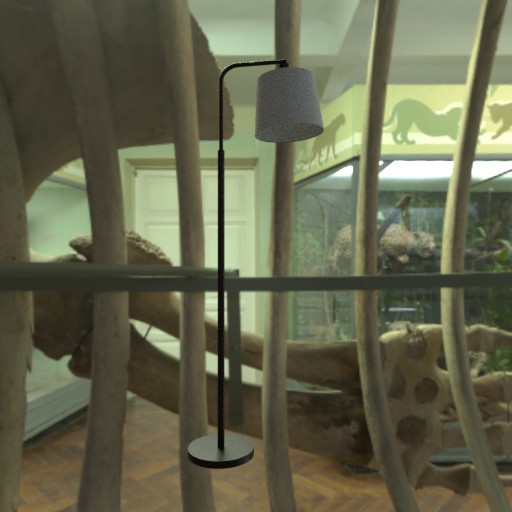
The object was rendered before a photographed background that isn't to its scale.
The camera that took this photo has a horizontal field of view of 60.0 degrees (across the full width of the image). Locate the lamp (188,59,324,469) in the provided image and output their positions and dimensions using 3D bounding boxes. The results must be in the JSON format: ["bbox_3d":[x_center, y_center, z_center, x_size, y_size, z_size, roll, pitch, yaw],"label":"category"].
[{"bbox_3d":[0.000,0.000,1.661,0.508,1.478,0.254,0,0,0],"label":"lamp"}]
